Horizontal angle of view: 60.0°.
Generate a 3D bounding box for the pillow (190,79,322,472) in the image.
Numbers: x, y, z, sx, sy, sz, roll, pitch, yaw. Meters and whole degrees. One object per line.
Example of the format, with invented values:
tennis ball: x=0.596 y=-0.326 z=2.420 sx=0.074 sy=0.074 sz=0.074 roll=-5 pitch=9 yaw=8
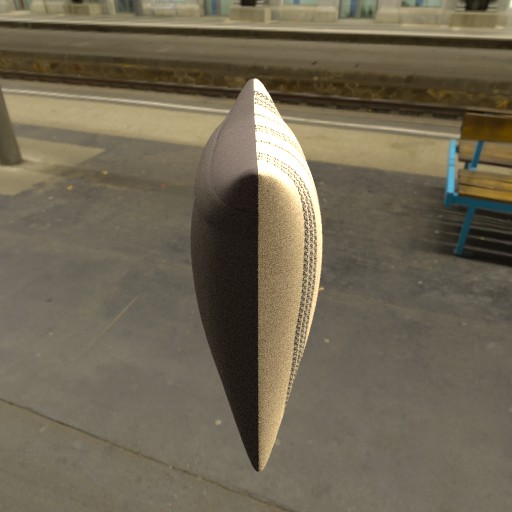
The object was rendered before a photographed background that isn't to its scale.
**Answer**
pillow: x=0.000 y=0.000 z=0.630 sx=0.173 sy=0.406 sz=0.405 roll=0 pitch=32 yaw=-1
